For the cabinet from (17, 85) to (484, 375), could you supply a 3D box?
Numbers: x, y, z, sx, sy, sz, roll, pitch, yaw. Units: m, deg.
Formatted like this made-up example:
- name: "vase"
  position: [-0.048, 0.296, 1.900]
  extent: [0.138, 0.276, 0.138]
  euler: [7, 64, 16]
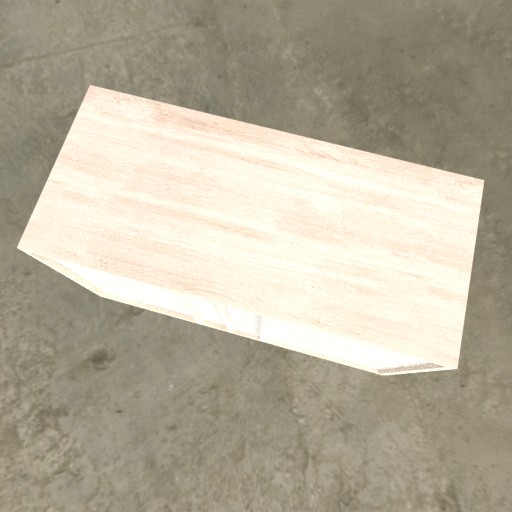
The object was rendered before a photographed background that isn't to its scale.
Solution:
- name: "cabinet"
  position: [0.000, 0.000, 1.515]
  extent: [1.110, 0.780, 0.500]
  euler: [15, 74, 4]
